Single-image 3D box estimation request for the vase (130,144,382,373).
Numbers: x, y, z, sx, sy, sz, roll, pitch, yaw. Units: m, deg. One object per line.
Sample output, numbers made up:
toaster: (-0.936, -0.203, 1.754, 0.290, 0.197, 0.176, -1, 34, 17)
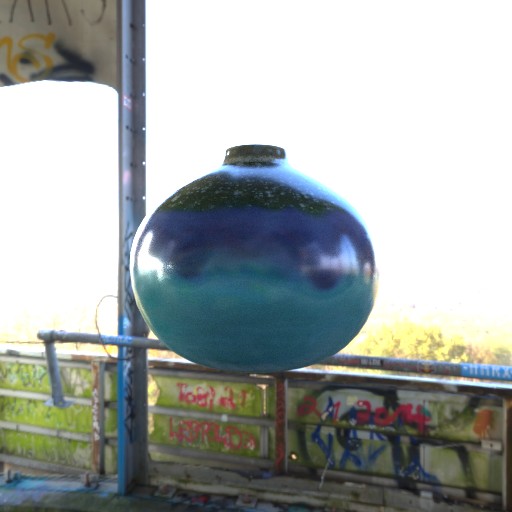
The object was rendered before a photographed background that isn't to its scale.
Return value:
vase: (0.000, 0.000, 0.281, 0.154, 0.133, 0.154, 0, 1, 0)
